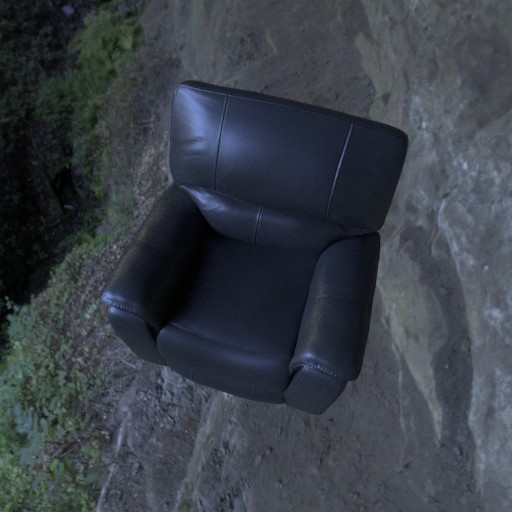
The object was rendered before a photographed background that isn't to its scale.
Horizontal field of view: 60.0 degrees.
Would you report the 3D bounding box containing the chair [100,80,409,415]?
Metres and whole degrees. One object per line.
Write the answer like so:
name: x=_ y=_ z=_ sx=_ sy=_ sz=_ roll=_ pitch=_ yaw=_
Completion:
chair: x=0.000 y=0.000 z=2.040 sx=1.096 sy=1.109 sz=1.087 roll=15 pitch=60 yaw=9
